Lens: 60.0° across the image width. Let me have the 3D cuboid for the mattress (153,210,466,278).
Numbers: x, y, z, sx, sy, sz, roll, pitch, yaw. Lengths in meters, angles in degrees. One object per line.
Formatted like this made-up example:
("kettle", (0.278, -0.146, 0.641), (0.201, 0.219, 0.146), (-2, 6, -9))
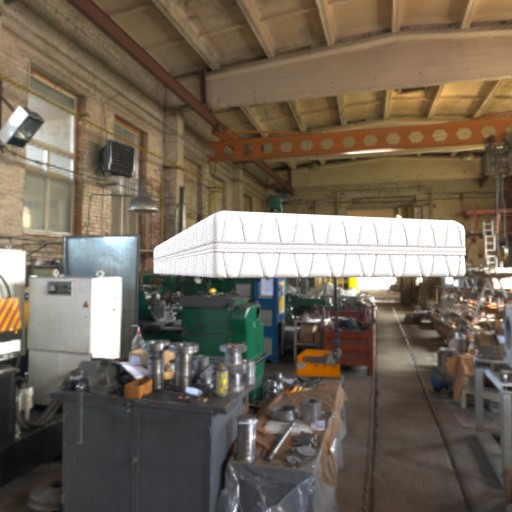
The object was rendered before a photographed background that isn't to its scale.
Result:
("mattress", (0.000, 0.000, 2.351), (0.900, 0.200, 2.000), (1, -2, -18))
